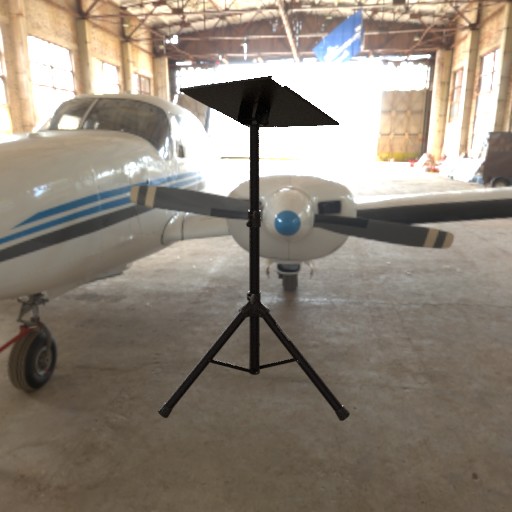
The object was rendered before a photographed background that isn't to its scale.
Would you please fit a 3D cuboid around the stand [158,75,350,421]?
[{"bbox_3d":[0.000,0.000,1.643,0.702,1.198,0.702,14,20,43],"label":"stand"}]
